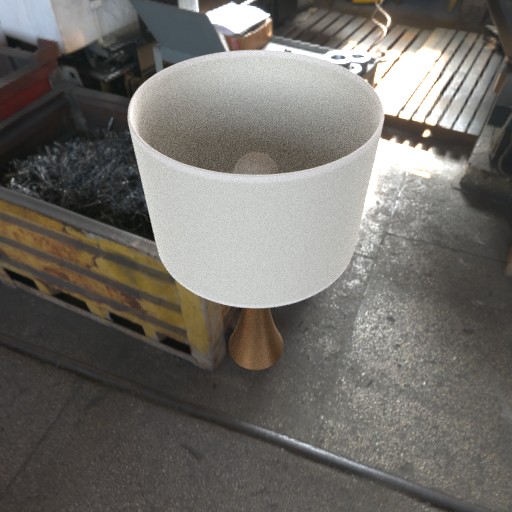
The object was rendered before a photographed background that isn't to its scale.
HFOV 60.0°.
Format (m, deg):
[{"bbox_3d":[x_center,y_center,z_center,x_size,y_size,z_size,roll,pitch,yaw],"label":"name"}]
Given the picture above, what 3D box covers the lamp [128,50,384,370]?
[{"bbox_3d":[0.000,0.000,0.644,0.268,0.479,0.268,-9,47,-9],"label":"lamp"}]
